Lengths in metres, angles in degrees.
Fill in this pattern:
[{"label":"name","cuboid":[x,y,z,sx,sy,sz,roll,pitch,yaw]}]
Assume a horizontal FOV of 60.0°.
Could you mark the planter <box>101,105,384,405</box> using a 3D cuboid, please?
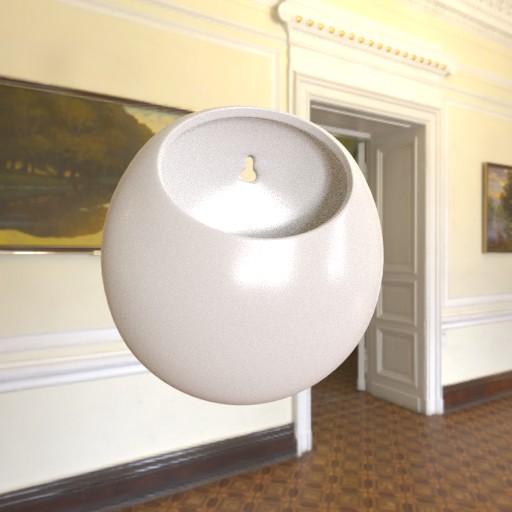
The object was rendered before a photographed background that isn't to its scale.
[{"label":"planter","cuboid":[0.000,0.000,0.280,0.185,0.188,0.043,0,1,-18]}]
